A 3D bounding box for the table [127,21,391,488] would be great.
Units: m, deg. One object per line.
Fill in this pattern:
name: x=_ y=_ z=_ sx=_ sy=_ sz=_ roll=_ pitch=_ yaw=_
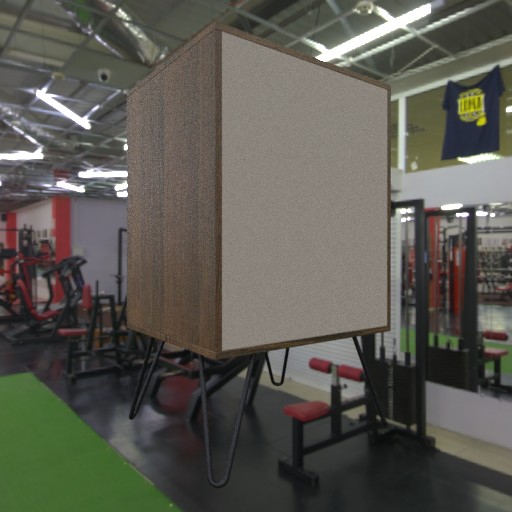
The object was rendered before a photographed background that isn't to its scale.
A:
table: x=0.000 y=0.000 z=1.150 sx=0.526 sy=0.866 sz=0.457 roll=0 pitch=0 yaw=-37
